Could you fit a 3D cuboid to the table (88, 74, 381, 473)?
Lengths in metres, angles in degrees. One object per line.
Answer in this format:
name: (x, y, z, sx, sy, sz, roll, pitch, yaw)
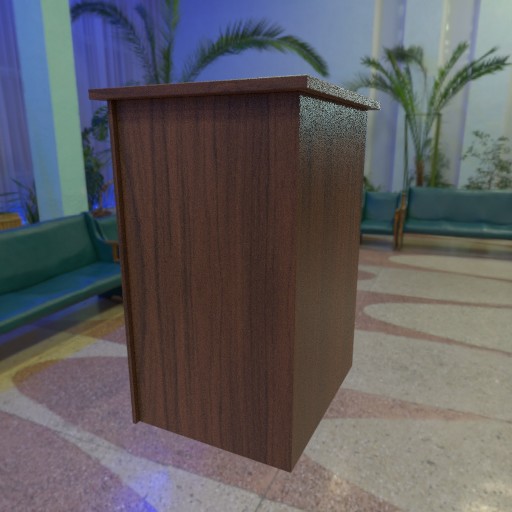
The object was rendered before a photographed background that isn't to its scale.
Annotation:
table: (0.000, 0.000, 0.936, 0.381, 0.636, 0.480, 7, 16, 25)
